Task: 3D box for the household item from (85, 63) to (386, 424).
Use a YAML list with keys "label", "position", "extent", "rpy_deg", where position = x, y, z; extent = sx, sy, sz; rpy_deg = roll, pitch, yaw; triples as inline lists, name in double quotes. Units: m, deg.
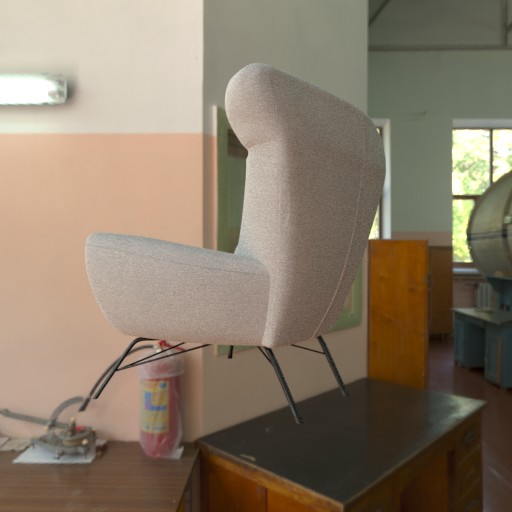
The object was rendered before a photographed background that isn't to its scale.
- label: "household item"
  position: [0.000, 0.000, 1.715]
  extent: [0.900, 1.050, 0.980]
  rpy_deg: [0, 0, 35]
